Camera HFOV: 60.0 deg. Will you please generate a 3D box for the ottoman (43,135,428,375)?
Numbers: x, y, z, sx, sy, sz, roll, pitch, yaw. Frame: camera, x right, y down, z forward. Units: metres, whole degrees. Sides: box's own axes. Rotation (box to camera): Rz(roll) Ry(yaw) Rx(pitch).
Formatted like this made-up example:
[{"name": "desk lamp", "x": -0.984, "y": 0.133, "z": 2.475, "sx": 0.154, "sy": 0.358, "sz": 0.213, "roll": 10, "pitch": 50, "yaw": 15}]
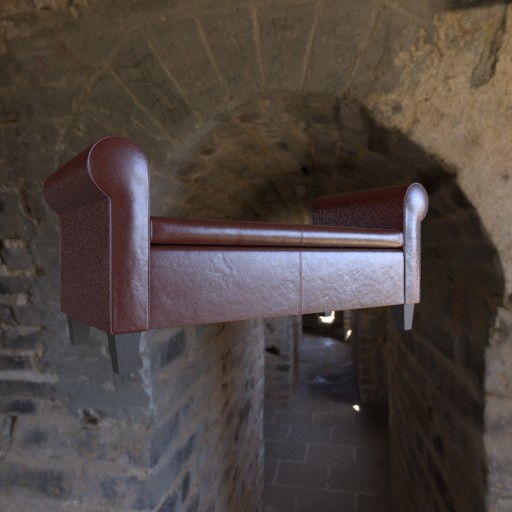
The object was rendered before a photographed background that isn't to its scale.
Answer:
[{"name": "ottoman", "x": 0.000, "y": 0.000, "z": 1.527, "sx": 1.256, "sy": 0.547, "sz": 0.521, "roll": 0, "pitch": 0, "yaw": -36}]
